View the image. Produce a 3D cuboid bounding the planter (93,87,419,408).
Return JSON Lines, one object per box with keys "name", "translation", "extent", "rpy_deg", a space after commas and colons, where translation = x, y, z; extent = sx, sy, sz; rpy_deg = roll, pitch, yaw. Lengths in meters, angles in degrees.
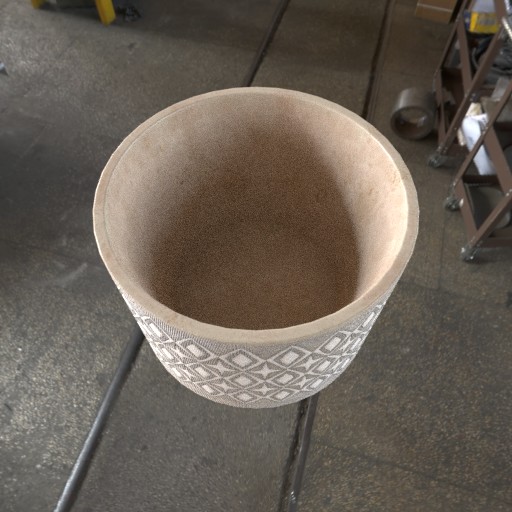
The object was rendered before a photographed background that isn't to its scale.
{"name": "planter", "translation": [0.000, 0.000, 0.280], "extent": [0.164, 0.127, 0.164], "rpy_deg": [0, 58, 0]}
